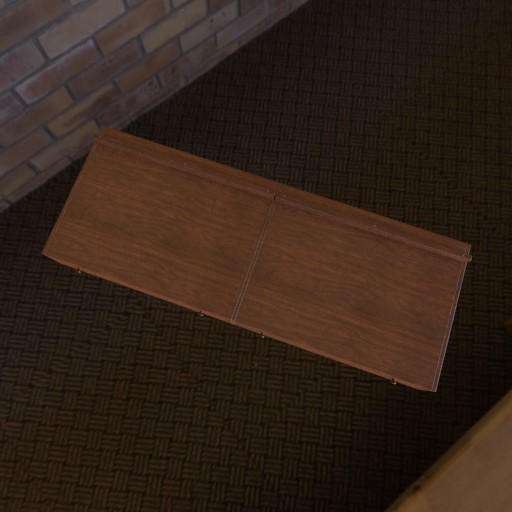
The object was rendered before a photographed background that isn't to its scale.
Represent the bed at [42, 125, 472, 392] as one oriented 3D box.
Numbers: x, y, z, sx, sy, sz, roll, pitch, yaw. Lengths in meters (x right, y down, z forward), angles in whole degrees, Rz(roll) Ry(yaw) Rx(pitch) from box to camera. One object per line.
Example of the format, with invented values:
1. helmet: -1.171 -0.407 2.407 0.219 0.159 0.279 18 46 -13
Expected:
1. bed: 0.000 0.000 2.366 2.057 0.326 0.787 19 77 4
